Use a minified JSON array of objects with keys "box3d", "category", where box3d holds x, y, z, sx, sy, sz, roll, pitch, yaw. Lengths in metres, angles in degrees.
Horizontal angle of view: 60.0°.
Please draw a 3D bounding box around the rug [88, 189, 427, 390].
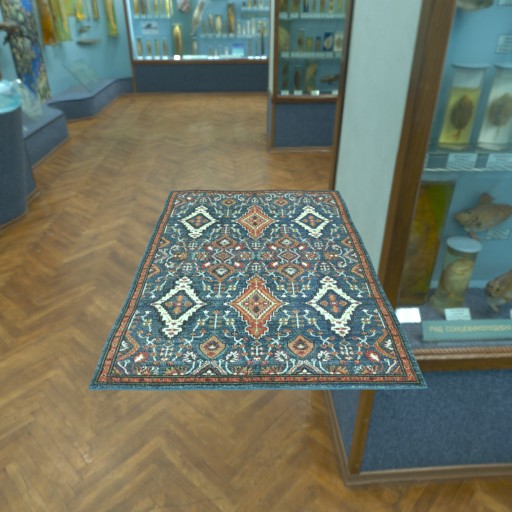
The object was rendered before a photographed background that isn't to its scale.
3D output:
[{"box3d":[0.000,0.000,2.335,1.195,0.014,1.847,0,30,0],"category":"rug"}]
